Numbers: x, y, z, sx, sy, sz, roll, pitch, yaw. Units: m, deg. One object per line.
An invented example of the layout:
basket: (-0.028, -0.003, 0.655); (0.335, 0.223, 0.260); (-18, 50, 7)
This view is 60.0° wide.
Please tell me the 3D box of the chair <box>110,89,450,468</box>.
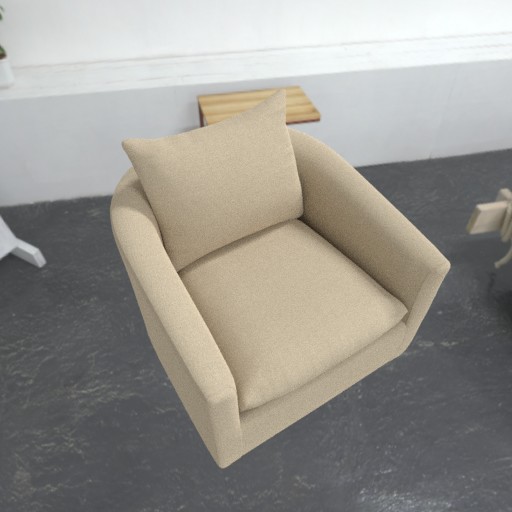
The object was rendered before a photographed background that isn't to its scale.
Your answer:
chair: (0.000, 0.000, 1.542); (0.845, 0.848, 0.910); (-25, 52, -21)
